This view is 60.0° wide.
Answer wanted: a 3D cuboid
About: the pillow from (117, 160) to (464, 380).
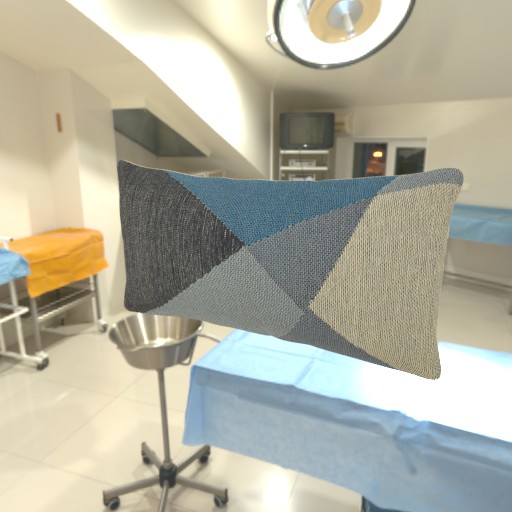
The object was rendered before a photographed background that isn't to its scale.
[{"bbox_3d":[0.000,0.000,0.739,0.604,0.307,0.148,8,17,26],"label":"pillow"}]
